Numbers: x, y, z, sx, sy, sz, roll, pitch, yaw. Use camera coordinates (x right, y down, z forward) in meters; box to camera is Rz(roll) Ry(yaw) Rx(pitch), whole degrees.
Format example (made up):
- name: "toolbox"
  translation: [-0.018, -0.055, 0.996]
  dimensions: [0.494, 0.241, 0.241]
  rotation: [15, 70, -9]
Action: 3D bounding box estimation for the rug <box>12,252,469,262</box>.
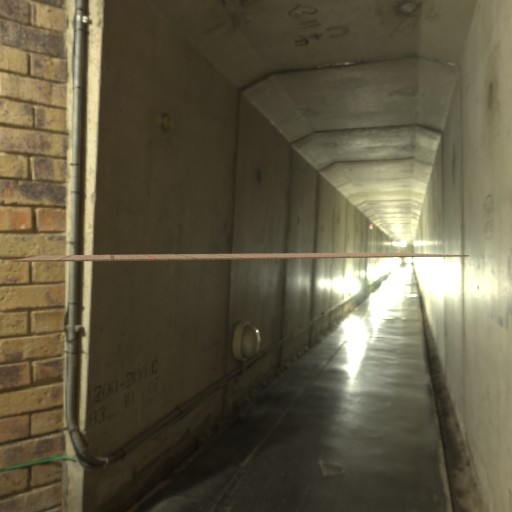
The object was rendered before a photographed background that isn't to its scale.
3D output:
- name: "rug"
  translation: [0.000, 0.000, 2.630]
  dimensions: [2.439, 0.008, 0.762]
  rotation: [-1, 2, -18]
